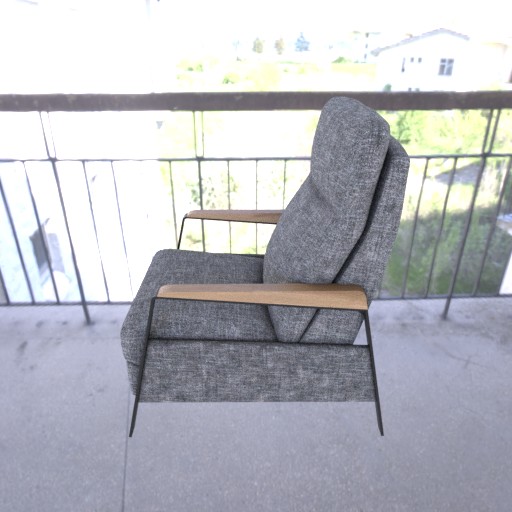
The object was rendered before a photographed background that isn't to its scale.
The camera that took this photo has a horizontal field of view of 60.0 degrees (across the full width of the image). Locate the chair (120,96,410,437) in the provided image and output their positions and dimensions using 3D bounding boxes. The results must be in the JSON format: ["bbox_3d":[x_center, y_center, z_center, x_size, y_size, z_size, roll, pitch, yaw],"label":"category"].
[{"bbox_3d":[0.000,0.000,1.580,0.868,1.042,0.671,0,26,0],"label":"chair"}]
